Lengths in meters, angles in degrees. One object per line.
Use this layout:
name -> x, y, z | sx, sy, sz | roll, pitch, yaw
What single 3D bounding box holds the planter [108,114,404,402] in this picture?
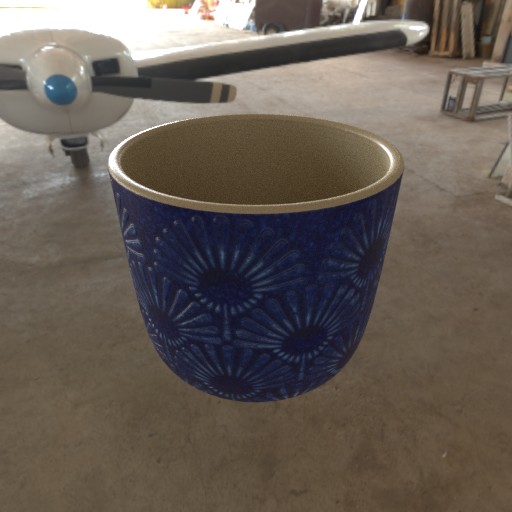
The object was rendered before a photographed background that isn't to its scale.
planter -> 0.000, 0.000, 0.220 | 0.124, 0.109, 0.124 | 0, 31, 0
